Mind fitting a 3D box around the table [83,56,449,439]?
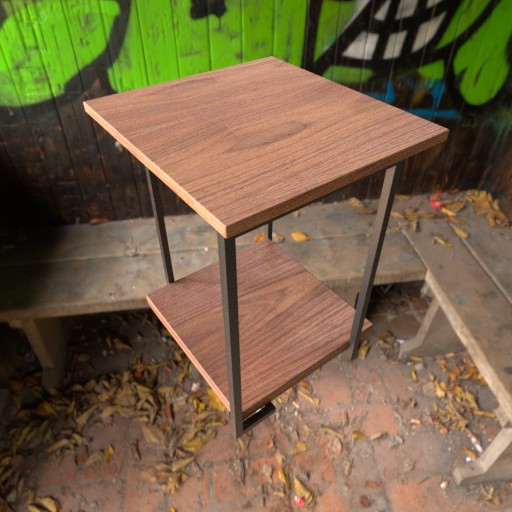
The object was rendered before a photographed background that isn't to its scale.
[{"bbox_3d":[0.000,0.000,0.856,0.384,0.567,0.411,-26,47,-27],"label":"table"}]
